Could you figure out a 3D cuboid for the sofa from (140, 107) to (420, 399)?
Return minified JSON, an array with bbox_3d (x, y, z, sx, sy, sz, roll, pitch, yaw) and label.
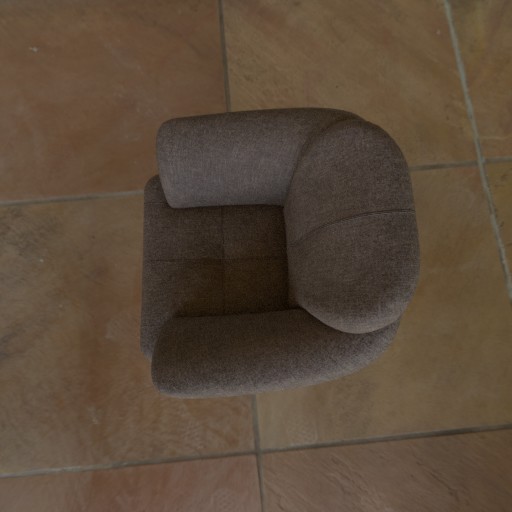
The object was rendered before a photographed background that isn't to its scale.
[{"bbox_3d":[0.000,0.000,1.468,0.794,0.811,0.870,-2,76,0],"label":"sofa"}]
